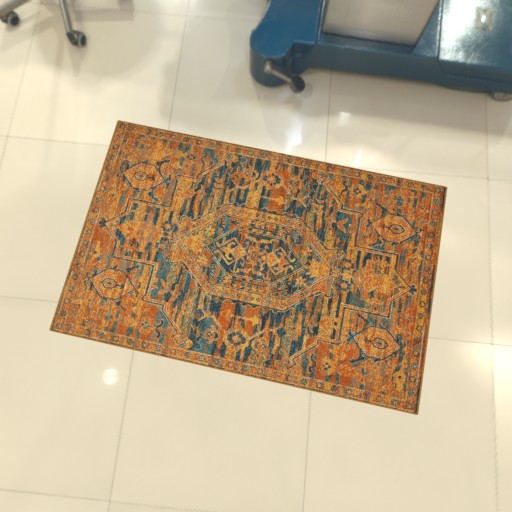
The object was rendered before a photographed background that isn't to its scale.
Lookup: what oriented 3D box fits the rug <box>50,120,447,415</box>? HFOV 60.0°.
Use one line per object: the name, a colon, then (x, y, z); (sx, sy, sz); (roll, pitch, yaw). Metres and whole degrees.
rug: (0.000, 0.000, 1.073); (0.863, 0.008, 0.557); (12, 77, 3)
